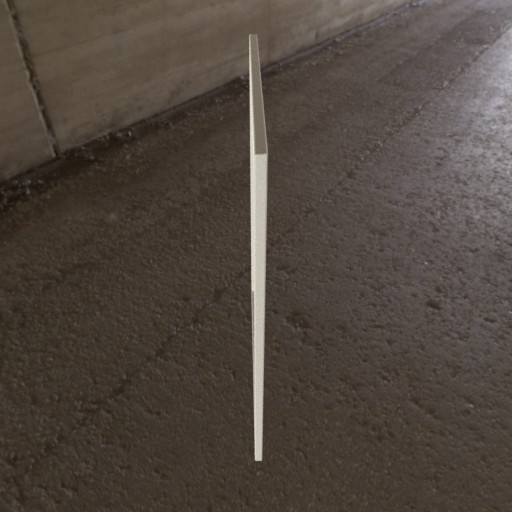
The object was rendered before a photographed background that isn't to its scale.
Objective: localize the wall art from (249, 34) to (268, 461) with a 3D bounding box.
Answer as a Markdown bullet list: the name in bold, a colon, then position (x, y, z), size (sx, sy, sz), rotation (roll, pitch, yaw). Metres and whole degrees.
- **wall art**: position (0.000, 0.000, 0.671), size (0.012, 0.529, 0.374), rotation (-1, 40, -1)
